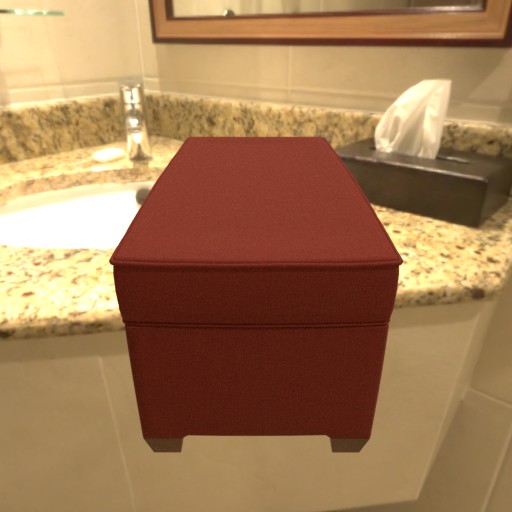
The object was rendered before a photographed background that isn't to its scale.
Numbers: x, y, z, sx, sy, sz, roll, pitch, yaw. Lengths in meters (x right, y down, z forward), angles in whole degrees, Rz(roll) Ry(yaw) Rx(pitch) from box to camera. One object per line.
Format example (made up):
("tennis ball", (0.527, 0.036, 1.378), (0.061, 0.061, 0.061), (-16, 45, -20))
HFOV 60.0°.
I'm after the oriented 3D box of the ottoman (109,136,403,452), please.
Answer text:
("ottoman", (0.000, 0.000, 1.208), (0.497, 0.454, 0.948), (0, 27, 0))
